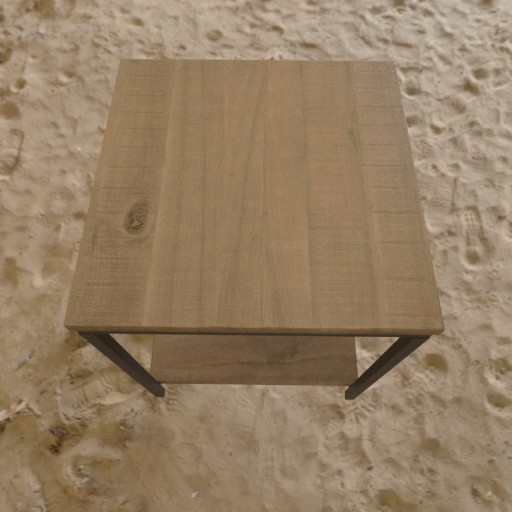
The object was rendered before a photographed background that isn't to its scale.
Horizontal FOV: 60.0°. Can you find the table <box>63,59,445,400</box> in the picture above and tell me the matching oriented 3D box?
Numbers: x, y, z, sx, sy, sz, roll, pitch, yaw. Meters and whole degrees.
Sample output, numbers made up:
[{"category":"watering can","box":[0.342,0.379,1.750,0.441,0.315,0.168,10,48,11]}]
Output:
[{"category":"table","box":[0.000,0.000,0.960,0.503,0.589,0.507,1,63,0]}]
